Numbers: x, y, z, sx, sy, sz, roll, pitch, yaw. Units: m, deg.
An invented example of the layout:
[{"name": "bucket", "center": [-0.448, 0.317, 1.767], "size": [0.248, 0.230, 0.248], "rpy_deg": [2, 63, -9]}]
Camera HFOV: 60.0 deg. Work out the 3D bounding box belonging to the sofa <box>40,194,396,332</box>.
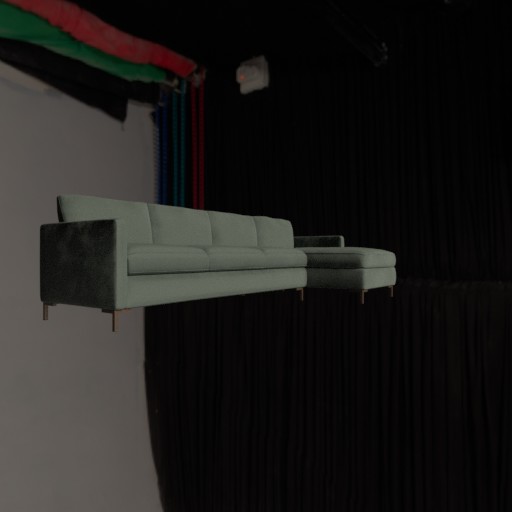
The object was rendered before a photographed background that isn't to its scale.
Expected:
[{"name": "sofa", "center": [0.000, 0.000, 3.351], "size": [1.255, 0.756, 2.725], "rpy_deg": [0, 0, 36]}]
